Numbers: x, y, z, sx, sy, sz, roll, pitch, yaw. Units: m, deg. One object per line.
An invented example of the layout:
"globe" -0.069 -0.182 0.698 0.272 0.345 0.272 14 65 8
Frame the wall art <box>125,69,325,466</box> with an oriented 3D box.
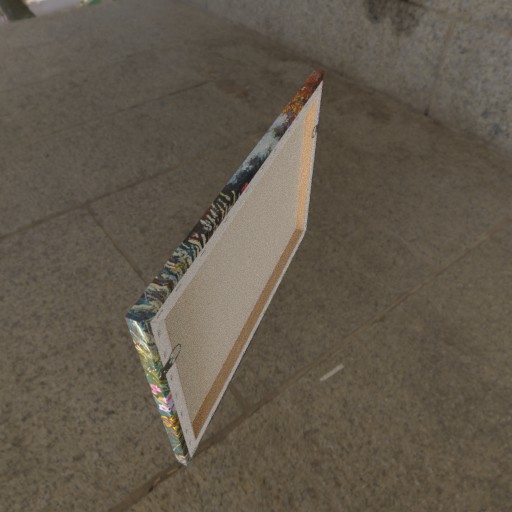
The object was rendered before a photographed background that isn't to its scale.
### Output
"wall art" 0.000 0.000 1.445 0.042 0.760 1.136 17 49 16
